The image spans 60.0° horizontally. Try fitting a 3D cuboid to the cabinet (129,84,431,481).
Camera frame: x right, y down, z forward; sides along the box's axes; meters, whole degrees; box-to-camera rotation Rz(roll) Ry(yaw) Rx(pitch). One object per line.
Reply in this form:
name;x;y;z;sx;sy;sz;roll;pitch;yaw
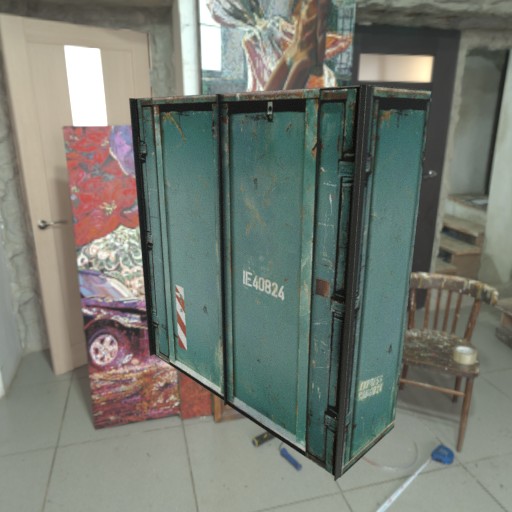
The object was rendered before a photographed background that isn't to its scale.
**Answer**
cabinet;0.000;0.000;3.161;0.680;2.160;2.000;-16;24;-42
